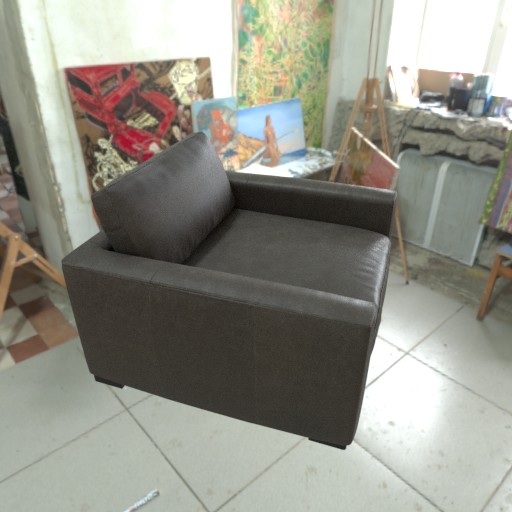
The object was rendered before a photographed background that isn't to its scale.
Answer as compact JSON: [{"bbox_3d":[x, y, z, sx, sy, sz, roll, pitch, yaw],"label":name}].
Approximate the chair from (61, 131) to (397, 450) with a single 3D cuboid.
[{"bbox_3d":[0.000,0.000,1.867,1.080,0.807,1.106,10,32,16],"label":"chair"}]
